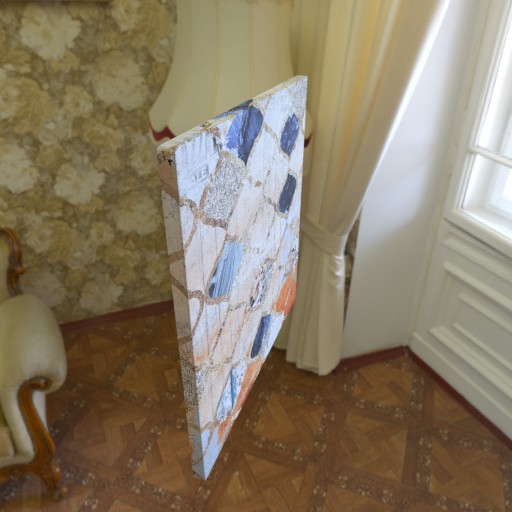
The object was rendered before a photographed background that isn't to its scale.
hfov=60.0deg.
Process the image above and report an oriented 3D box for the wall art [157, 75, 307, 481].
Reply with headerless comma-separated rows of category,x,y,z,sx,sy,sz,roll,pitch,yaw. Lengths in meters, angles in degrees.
wall art,0.000,0.000,1.349,0.039,0.914,0.912,10,31,17
